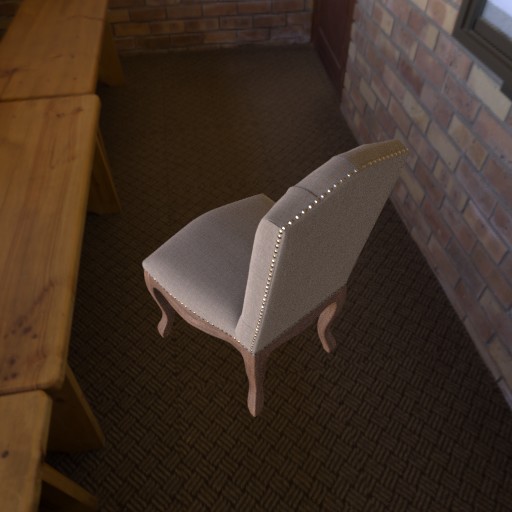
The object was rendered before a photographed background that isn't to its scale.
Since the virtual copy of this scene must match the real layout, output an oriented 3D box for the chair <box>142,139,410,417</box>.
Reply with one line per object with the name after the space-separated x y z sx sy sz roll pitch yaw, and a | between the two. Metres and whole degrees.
0.000 0.000 1.643 0.637 1.191 0.731 -33 56 -27 | chair
